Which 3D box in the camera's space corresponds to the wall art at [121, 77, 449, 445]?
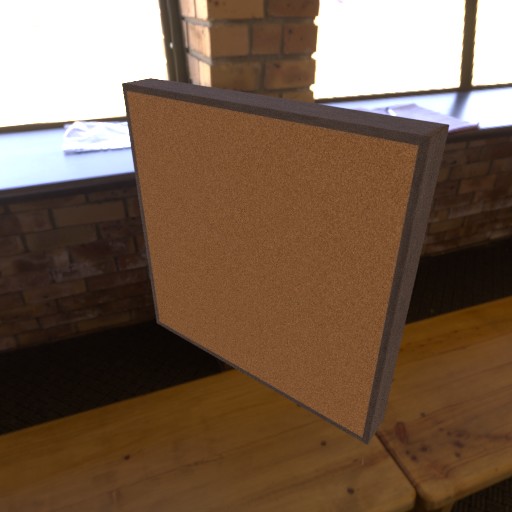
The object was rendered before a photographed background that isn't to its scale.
[{"bbox_3d":[0.000,0.000,0.445,0.303,0.302,0.038,22,37,31],"label":"wall art"}]
